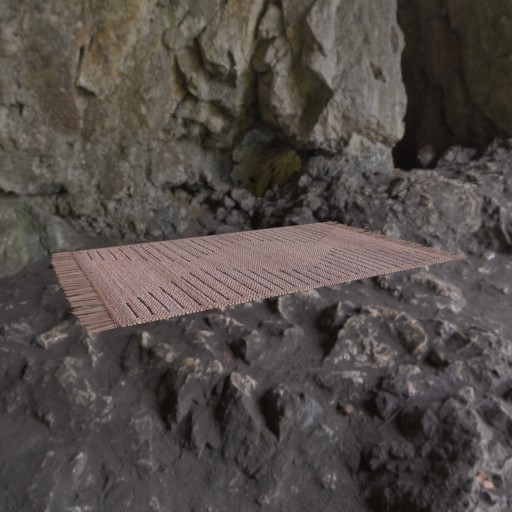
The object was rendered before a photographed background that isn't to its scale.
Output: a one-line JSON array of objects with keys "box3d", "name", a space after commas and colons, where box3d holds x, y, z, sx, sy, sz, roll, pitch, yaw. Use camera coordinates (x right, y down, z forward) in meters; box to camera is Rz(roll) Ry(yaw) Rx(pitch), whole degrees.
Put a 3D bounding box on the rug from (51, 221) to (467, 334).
[{"box3d": [0.000, 0.000, 2.534, 2.085, 0.027, 1.224, -8, 17, -28], "name": "rug"}]
